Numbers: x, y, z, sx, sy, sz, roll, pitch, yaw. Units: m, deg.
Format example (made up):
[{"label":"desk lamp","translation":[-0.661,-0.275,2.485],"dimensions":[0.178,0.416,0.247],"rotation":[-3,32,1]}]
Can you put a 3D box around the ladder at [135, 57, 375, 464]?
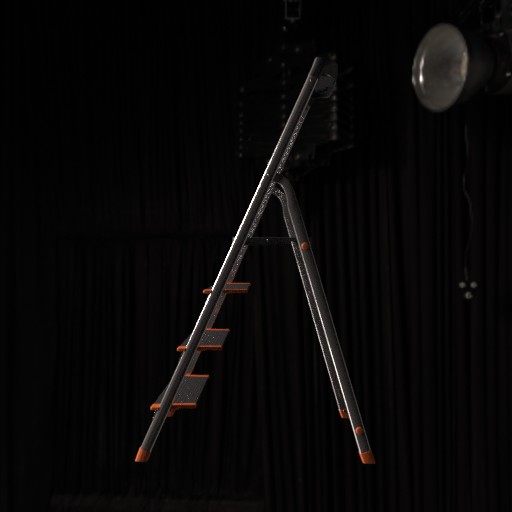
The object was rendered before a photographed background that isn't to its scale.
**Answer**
[{"label":"ladder","translation":[0.000,0.000,1.753],"dimensions":[0.834,1.429,0.452],"rotation":[0,0,1]}]
